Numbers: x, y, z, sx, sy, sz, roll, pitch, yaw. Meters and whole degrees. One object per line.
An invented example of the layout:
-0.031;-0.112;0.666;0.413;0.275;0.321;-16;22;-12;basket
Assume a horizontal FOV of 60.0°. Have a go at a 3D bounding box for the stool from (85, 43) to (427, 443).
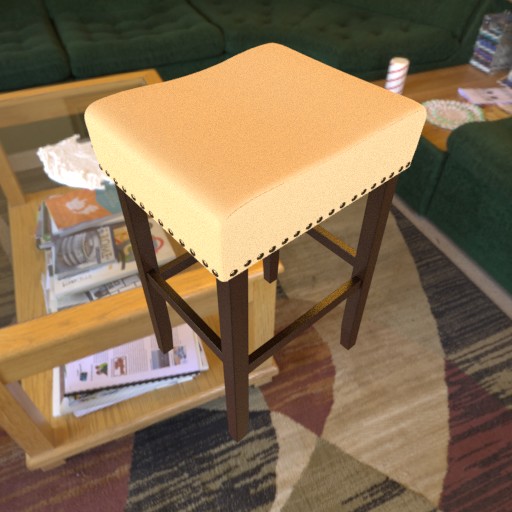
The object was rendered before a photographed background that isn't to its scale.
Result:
0.000;0.000;1.035;0.471;0.762;0.401;-32;53;-27;stool
